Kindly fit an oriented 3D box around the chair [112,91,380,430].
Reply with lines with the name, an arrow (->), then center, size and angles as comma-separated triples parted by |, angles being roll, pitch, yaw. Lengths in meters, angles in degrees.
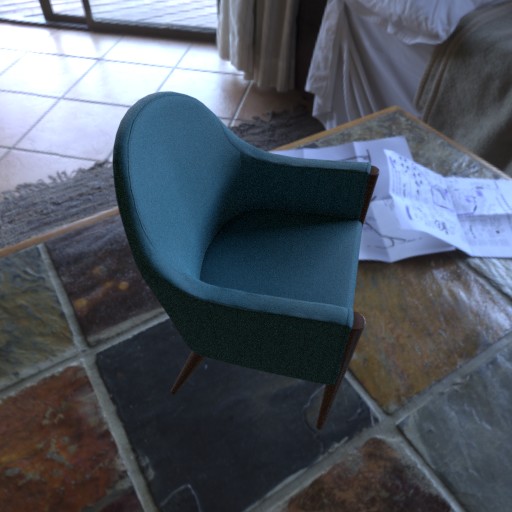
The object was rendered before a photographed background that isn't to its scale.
chair -> 0.000, 0.000, 1.365 | 0.652, 0.907, 0.656 | 10, 48, 9
